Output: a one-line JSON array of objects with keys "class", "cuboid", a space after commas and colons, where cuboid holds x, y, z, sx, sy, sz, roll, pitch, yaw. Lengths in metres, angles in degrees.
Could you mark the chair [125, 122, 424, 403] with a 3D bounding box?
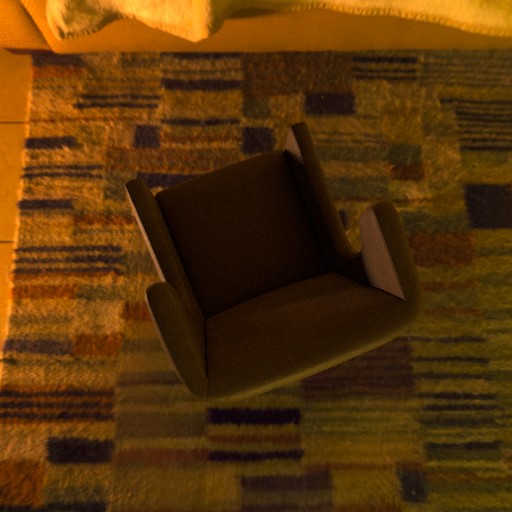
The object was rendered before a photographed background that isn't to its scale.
[{"class": "chair", "cuboid": [0.000, 0.000, 1.671, 0.769, 1.079, 0.899, -20, 77, -5]}]
